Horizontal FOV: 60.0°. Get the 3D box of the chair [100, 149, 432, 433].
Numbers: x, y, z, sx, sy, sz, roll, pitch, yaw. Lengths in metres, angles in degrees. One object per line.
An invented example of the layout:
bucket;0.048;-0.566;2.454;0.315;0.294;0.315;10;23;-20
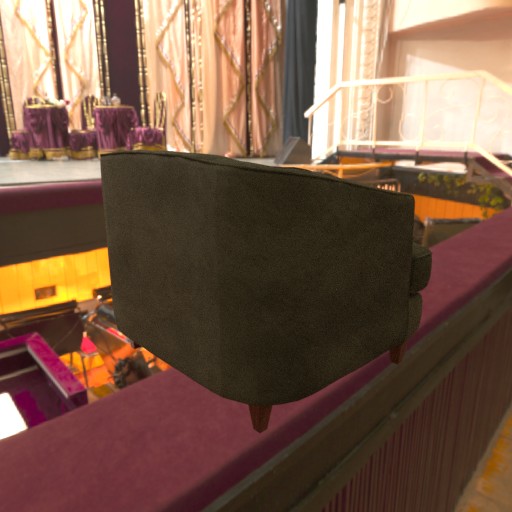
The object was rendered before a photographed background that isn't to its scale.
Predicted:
chair;0.000;0.000;1.799;0.941;0.852;1.104;-14;21;-42
